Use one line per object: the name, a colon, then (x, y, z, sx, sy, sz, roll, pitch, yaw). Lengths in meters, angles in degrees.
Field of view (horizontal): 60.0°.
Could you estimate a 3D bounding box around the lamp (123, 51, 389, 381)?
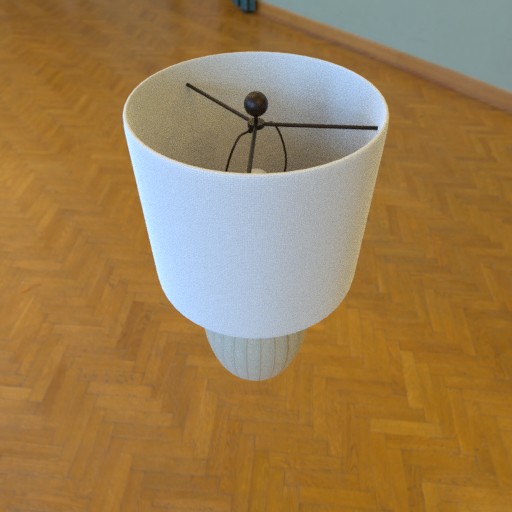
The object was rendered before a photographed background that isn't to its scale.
lamp: (0.000, 0.000, 0.748, 0.329, 0.570, 0.329, -31, 53, -28)
